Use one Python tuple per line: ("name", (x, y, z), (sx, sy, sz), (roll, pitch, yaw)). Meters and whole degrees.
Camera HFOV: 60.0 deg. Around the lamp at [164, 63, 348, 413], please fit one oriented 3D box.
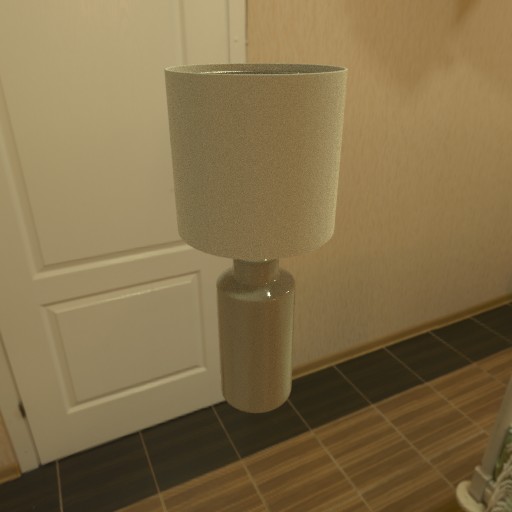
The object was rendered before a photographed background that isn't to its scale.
("lamp", (0.000, 0.000, 0.630), (0.212, 0.493, 0.212), (17, 31, 31))
